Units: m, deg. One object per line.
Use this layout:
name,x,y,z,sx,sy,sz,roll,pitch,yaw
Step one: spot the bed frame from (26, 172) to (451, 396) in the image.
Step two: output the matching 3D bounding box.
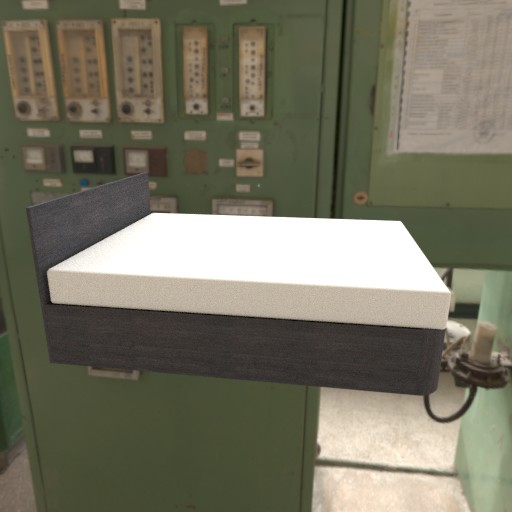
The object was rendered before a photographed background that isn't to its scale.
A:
bed frame,0.000,0.000,2.653,1.900,0.800,1.400,3,18,8
